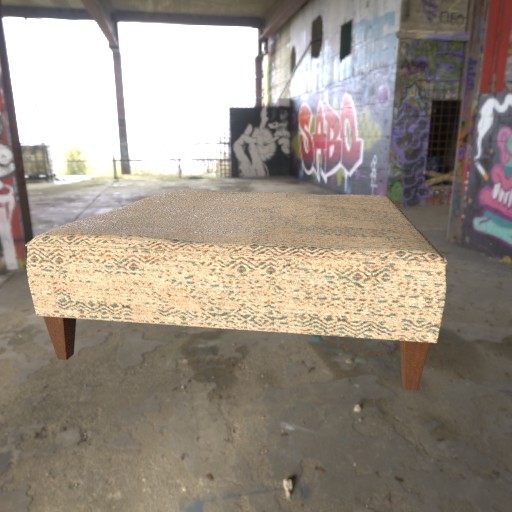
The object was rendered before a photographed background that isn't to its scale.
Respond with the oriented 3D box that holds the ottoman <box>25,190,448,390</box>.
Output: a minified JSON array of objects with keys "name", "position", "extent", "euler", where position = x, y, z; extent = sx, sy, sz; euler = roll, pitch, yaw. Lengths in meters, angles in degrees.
[{"name":"ottoman","position":[0.000,0.000,1.489],"extent":[0.968,0.356,1.004],"euler":[2,15,9]}]
